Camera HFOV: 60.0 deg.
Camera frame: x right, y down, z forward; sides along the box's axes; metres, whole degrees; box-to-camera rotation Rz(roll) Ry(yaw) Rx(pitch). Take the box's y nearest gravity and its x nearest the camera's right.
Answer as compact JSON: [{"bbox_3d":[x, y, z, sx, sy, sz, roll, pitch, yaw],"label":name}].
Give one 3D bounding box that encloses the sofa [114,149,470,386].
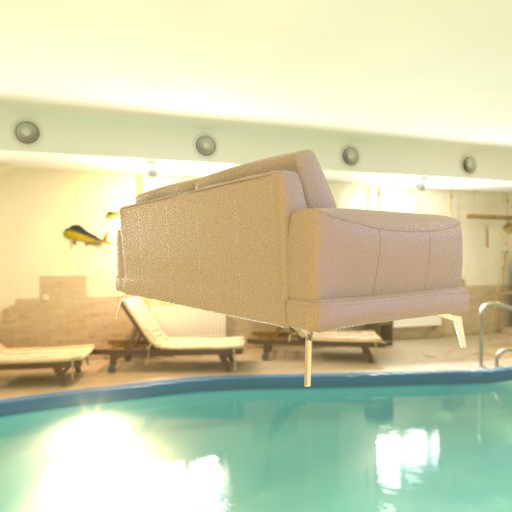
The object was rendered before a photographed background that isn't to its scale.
[{"bbox_3d":[0.000,0.000,2.757,1.121,0.930,2.177,0,1,-37],"label":"sofa"}]
